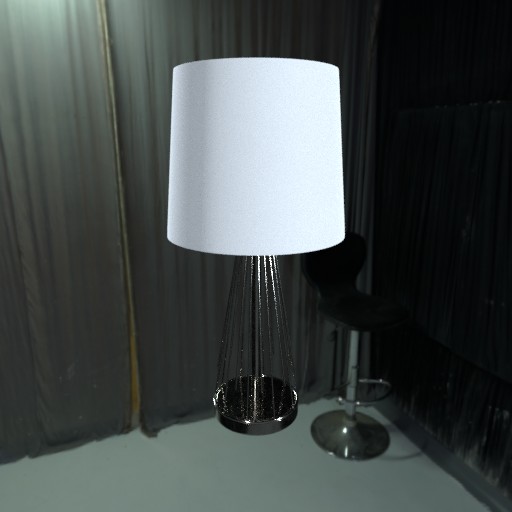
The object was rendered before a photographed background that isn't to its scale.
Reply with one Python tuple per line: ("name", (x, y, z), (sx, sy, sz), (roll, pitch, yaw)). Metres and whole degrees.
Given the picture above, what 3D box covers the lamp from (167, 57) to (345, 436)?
("lamp", (0.000, 0.000, 0.782), (0.303, 0.618, 0.303), (0, 15, 0))
